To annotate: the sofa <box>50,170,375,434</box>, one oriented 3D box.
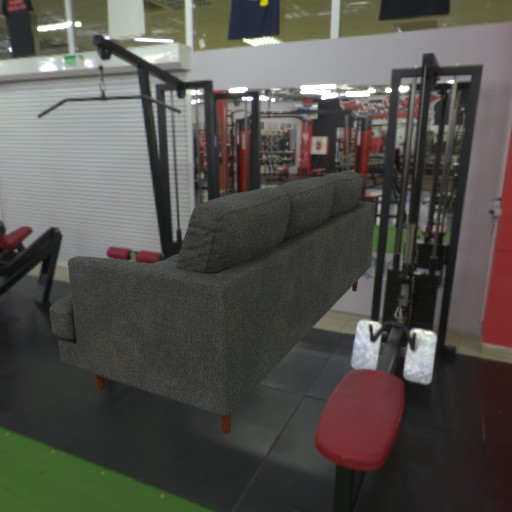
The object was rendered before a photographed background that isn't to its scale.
[{"bbox_3d":[0.000,0.000,2.670,0.903,0.930,2.246,8,17,26],"label":"sofa"}]
